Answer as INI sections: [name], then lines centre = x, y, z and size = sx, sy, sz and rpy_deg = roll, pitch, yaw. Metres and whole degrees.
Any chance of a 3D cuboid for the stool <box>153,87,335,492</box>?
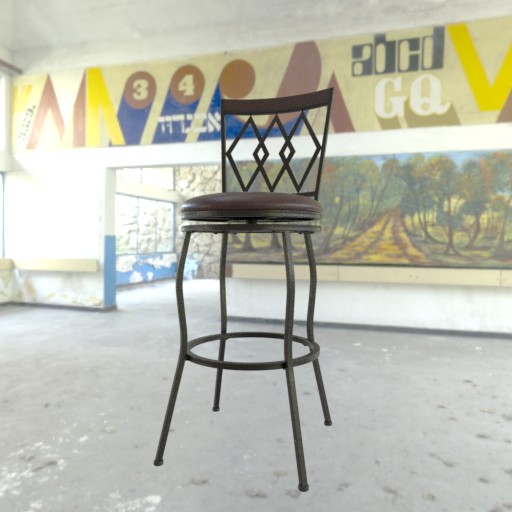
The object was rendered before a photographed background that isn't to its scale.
[stool]
centre = 0.000, 0.000, 1.374
size = 0.432, 1.134, 0.521
rpy_deg = 1, 2, 18
